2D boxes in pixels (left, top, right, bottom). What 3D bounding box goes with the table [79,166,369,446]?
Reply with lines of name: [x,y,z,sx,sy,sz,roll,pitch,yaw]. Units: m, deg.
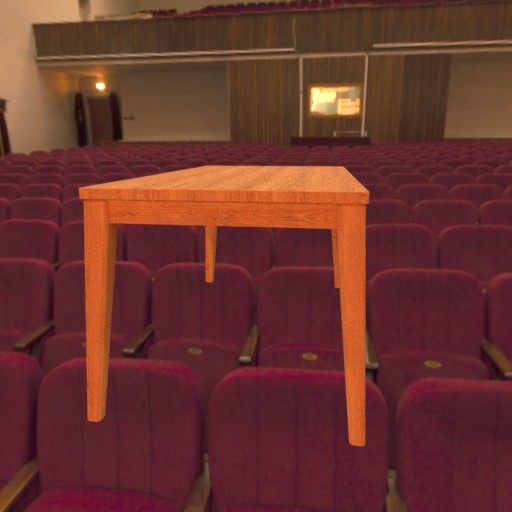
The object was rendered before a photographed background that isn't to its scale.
table: [0.000,0.000,2.076,0.900,0.760,1.600,2,14,8]
